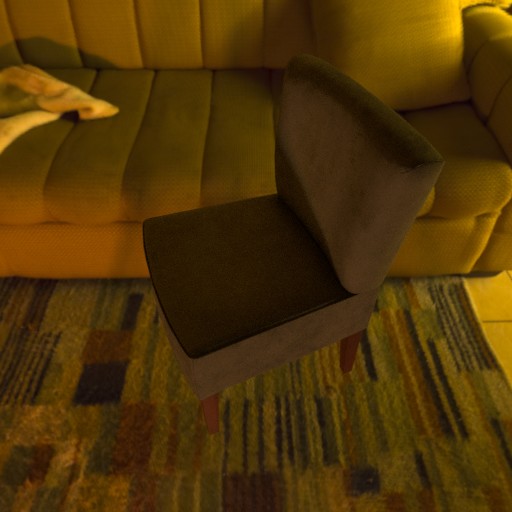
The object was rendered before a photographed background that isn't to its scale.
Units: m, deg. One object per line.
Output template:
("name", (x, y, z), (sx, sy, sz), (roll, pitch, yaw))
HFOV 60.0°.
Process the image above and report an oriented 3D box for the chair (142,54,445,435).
("chair", (0.000, 0.000, 1.162), (0.554, 0.806, 0.521), (-16, 47, -15))
